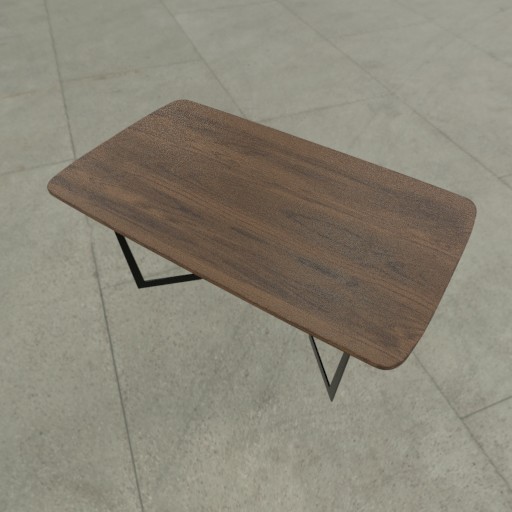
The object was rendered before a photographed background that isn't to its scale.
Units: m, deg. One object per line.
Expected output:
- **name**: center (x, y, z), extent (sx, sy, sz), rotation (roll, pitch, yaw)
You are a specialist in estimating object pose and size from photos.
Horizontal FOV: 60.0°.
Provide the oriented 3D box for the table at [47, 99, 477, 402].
- **table**: center (0.000, 0.000, 2.139), extent (1.643, 0.765, 0.949), rotation (26, 52, 22)
